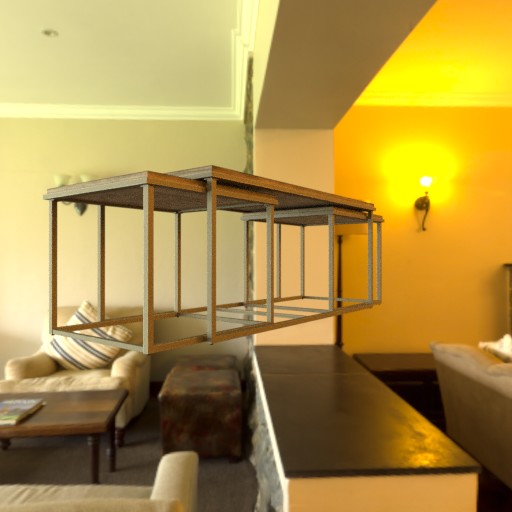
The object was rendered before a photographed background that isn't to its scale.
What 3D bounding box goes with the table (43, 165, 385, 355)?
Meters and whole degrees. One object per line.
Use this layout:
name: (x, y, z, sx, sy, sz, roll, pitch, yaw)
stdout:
table: (0.000, 0.000, 1.574, 0.489, 0.427, 1.312, 0, 0, 37)
